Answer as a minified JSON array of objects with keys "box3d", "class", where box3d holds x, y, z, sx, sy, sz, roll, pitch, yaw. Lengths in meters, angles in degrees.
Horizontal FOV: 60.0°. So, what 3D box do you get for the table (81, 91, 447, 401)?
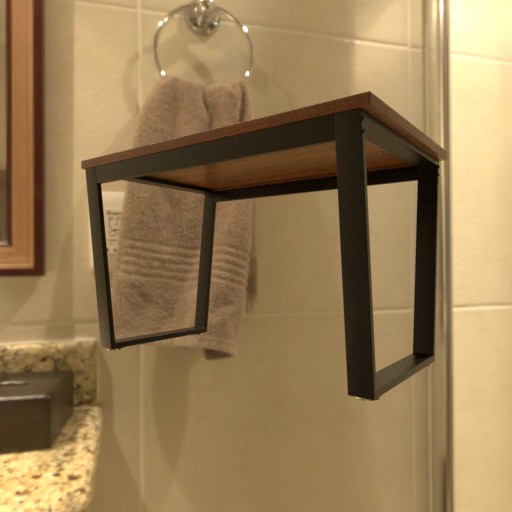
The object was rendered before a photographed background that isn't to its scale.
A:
[{"box3d":[0.000,0.000,1.684,1.205,0.760,0.714,-1,-1,37],"class":"table"}]
